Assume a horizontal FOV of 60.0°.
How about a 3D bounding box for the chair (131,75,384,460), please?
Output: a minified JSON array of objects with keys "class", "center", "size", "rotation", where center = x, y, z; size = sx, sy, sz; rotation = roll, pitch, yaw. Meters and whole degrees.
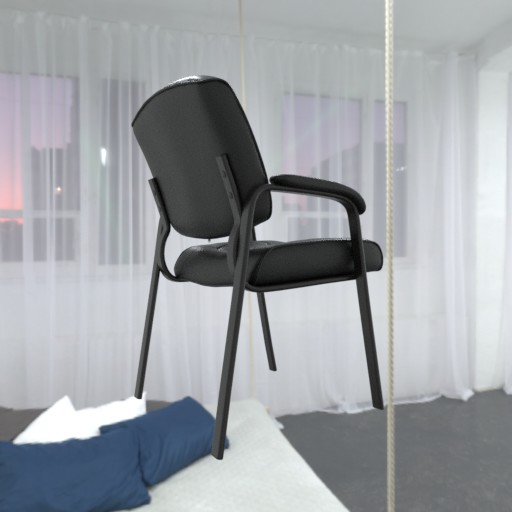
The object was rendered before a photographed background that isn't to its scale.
[{"class":"chair","center":[0.000,0.000,1.373],"size":[0.668,0.910,0.591],"rotation":[0,1,-35]}]
